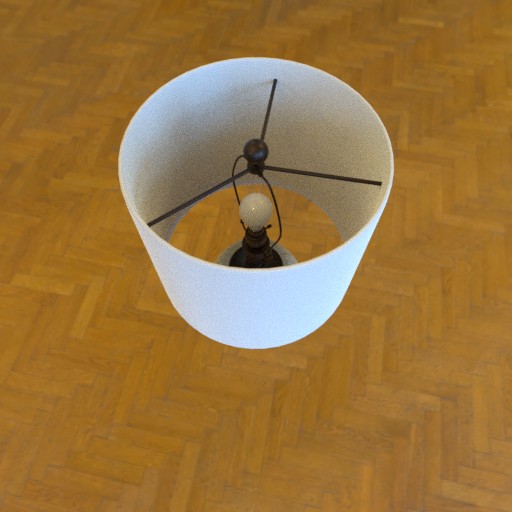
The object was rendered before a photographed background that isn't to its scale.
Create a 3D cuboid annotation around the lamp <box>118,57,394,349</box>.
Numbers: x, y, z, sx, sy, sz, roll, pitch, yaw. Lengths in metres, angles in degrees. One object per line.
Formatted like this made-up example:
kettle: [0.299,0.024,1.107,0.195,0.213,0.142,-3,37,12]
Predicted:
lamp: [0.000,0.000,0.771,0.329,0.570,0.329,-32,67,-15]
